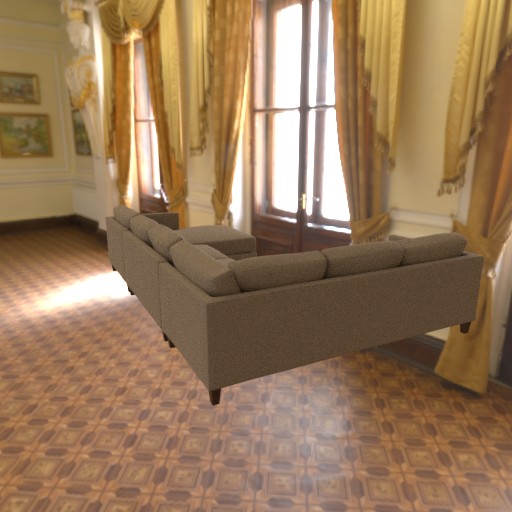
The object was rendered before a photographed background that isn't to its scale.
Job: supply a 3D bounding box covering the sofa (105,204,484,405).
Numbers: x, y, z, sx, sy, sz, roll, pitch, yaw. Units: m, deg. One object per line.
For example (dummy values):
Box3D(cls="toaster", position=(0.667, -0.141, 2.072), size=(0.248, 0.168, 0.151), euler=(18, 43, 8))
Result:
Box3D(cls="sofa", position=(0.000, 0.000, 4.597), size=(2.424, 0.865, 3.438), euler=(-7, 16, -27))
